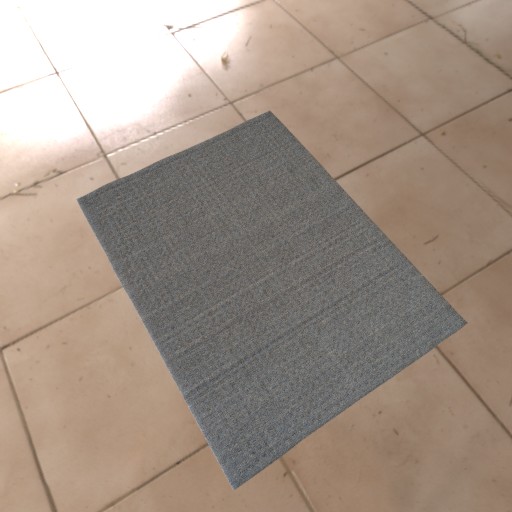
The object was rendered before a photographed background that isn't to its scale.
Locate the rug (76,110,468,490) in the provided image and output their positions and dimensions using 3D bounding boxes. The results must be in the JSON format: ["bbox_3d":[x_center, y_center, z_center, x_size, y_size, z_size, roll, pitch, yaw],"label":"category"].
[{"bbox_3d":[0.000,0.000,4.276,2.443,0.007,3.200,-29,64,-16],"label":"rug"}]
